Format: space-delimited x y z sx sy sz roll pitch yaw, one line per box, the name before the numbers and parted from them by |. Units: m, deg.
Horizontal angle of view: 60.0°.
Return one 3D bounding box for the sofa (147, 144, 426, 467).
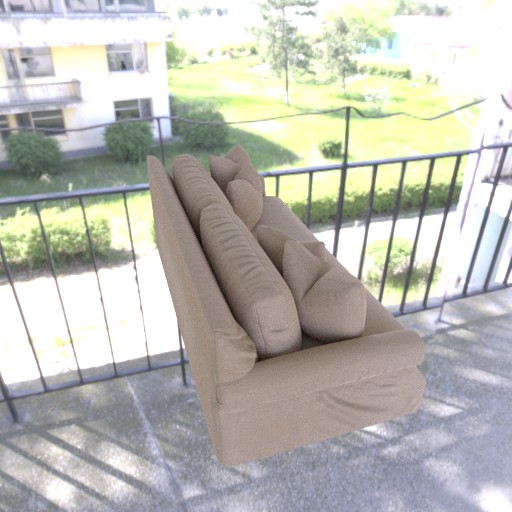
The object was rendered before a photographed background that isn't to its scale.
sofa | 0.000 0.000 2.772 1.067 0.904 2.285 -9 31 -16
